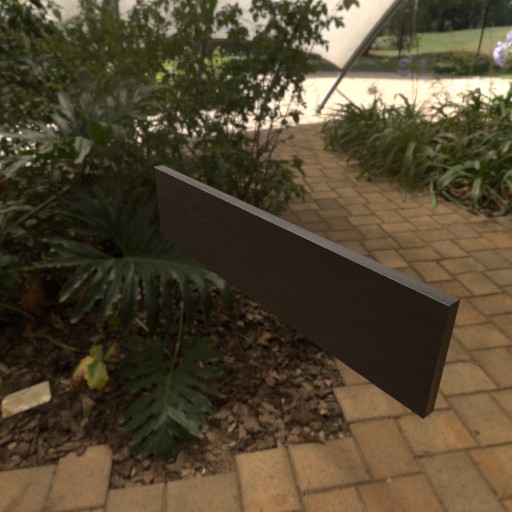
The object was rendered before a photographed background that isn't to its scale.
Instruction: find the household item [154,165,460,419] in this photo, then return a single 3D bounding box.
[{"bbox_3d":[0.000,0.000,1.087,0.030,0.236,1.001,-19,32,-33],"label":"household item"}]
